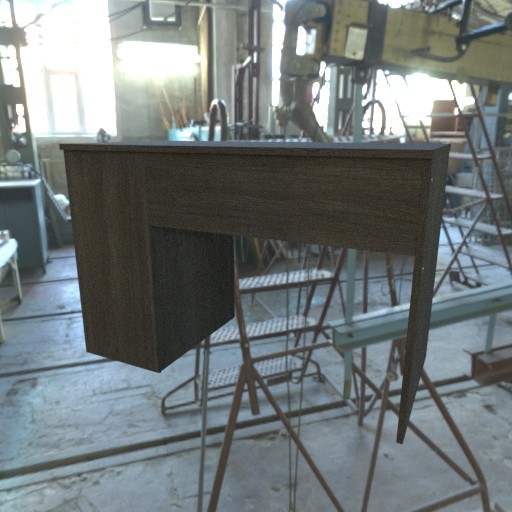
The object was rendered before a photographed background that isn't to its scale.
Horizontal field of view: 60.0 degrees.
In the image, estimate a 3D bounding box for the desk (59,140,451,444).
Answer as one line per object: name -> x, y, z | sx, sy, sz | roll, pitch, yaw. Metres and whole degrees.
desk -> 0.000, 0.000, 1.486 | 1.096, 0.730, 0.560 | 8, 17, 25
